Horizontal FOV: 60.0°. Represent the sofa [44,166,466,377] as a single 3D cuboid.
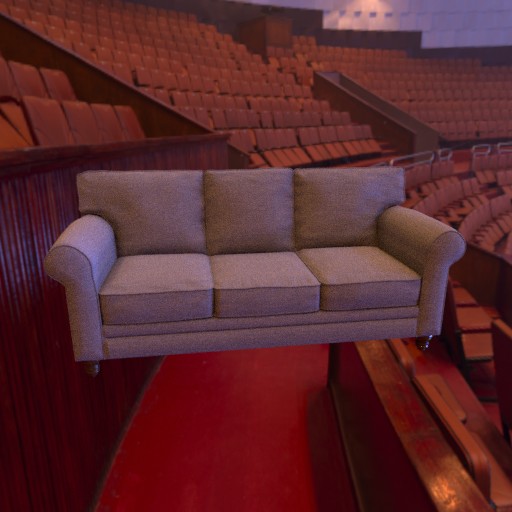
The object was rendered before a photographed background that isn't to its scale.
[{"bbox_3d":[0.000,0.000,2.579,2.084,0.961,0.916,-2,17,-8],"label":"sofa"}]
